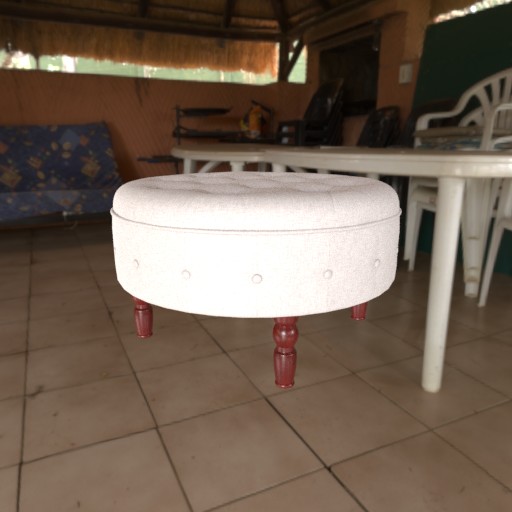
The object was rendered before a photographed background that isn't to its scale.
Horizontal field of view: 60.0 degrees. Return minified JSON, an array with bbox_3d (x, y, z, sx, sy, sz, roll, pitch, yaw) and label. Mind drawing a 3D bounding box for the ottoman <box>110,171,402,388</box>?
[{"bbox_3d":[0.000,0.000,1.397,0.849,0.478,0.849,0,15,0],"label":"ottoman"}]
